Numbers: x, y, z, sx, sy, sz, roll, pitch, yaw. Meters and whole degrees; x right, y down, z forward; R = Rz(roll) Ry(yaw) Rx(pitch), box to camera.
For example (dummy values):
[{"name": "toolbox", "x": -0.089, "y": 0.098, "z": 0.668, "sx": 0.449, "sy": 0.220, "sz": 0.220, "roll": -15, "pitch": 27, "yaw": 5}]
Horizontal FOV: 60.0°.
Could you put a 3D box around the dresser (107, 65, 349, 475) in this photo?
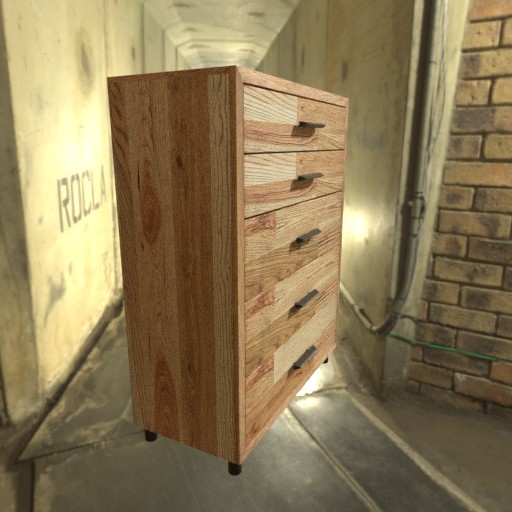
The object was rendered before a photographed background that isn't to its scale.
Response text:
[{"name": "dresser", "x": 0.000, "y": 0.000, "z": 1.759, "sx": 0.480, "sy": 1.243, "sz": 0.966, "roll": 7, "pitch": 16, "yaw": 27}]
